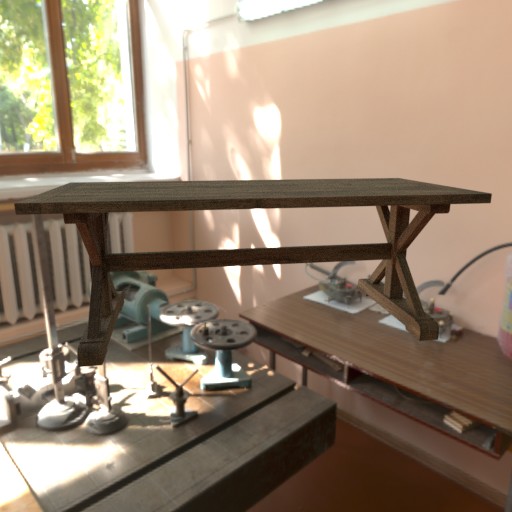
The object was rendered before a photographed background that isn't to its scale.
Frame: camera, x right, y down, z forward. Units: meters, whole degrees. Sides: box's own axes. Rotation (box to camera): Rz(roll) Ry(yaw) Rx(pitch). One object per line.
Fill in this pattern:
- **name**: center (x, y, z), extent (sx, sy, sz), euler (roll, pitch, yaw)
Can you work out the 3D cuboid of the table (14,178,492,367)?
- **table**: center (0.000, 0.000, 2.383), extent (2.031, 0.733, 0.907), euler (-2, 15, -9)
